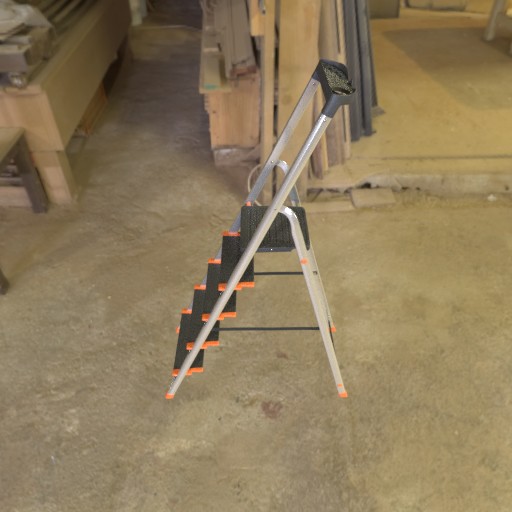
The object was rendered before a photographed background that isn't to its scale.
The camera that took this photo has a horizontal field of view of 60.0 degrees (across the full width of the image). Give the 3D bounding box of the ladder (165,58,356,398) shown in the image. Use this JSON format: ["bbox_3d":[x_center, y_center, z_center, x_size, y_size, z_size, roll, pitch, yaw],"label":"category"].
[{"bbox_3d":[0.000,0.000,2.053,0.995,1.646,0.480,0,42,0],"label":"ladder"}]
